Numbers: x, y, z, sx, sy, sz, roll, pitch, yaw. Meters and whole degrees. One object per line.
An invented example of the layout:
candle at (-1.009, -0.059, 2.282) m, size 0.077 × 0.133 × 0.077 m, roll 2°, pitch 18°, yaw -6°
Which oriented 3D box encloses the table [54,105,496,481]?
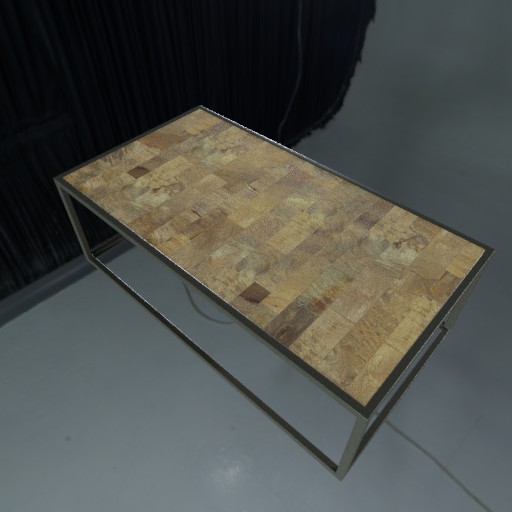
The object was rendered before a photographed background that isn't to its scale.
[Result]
table at (0.000, 0.000, 1.477) m, size 1.199 × 0.398 × 0.649 m, roll 33°, pitch 55°, yaw 27°
